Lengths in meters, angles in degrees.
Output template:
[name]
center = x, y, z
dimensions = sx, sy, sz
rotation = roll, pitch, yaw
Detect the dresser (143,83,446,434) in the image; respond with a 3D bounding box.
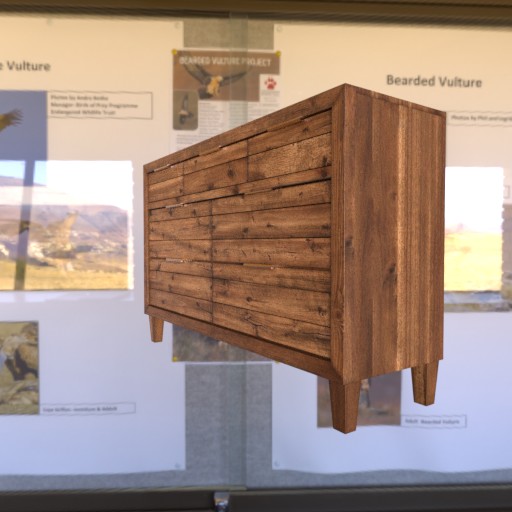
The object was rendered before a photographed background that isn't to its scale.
[dresser]
center = 0.000, 0.000, 1.795
dimensions = 0.438, 0.892, 1.387
rotation = -1, 2, -35
